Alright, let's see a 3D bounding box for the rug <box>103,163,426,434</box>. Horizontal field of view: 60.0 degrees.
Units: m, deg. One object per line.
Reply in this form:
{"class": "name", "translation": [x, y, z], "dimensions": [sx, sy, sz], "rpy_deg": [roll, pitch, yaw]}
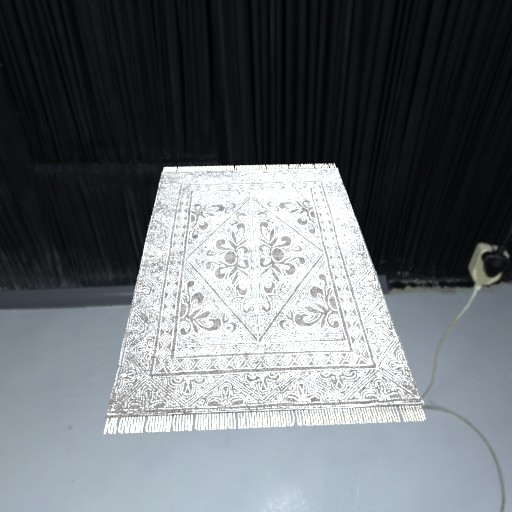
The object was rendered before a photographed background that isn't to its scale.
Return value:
{"class": "rug", "translation": [0.000, 0.000, 2.979], "dimensions": [1.529, 0.010, 2.440], "rpy_deg": [-2, 41, -2]}
